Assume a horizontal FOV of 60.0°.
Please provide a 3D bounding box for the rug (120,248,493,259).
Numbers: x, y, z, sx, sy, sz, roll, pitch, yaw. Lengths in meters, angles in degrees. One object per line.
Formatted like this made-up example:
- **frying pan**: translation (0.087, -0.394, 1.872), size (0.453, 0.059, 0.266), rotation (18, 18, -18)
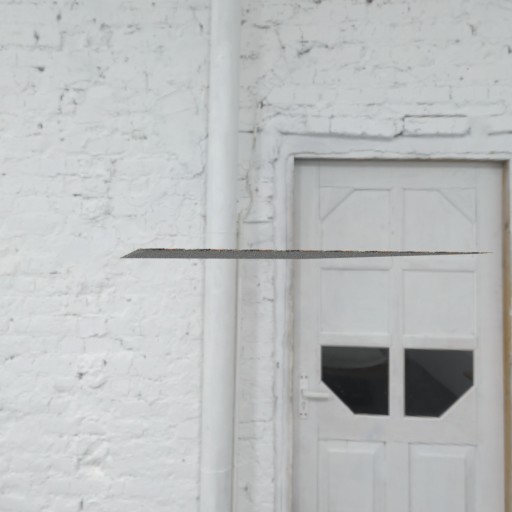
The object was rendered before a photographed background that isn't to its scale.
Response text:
- **rug**: translation (0.000, 0.000, 4.188), size (2.379, 0.011, 3.221), rotation (0, -1, -19)
